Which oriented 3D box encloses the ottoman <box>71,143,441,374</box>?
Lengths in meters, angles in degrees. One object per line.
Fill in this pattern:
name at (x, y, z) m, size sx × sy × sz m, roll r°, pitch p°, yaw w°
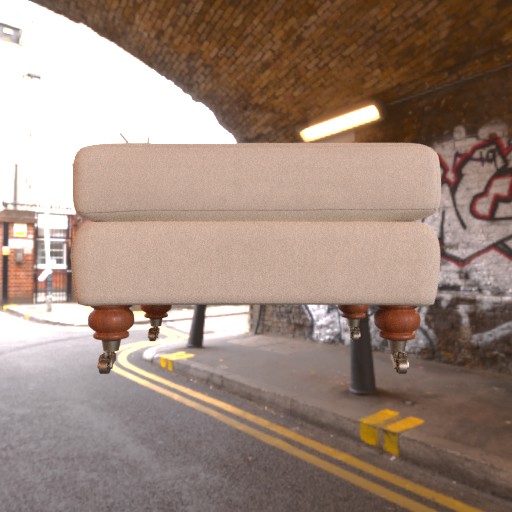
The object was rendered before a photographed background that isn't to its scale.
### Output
ottoman at (0.000, 0.000, 1.158) m, size 0.773 × 0.499 × 0.569 m, roll 0°, pitch -2°, yaw 0°
